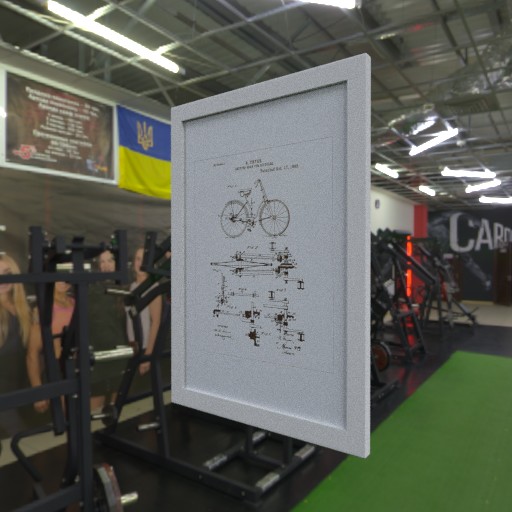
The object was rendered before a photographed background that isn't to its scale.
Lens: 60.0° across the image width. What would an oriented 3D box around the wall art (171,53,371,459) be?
[{"bbox_3d":[0.000,0.000,0.625,0.332,0.477,0.015,0,1,37],"label":"wall art"}]
